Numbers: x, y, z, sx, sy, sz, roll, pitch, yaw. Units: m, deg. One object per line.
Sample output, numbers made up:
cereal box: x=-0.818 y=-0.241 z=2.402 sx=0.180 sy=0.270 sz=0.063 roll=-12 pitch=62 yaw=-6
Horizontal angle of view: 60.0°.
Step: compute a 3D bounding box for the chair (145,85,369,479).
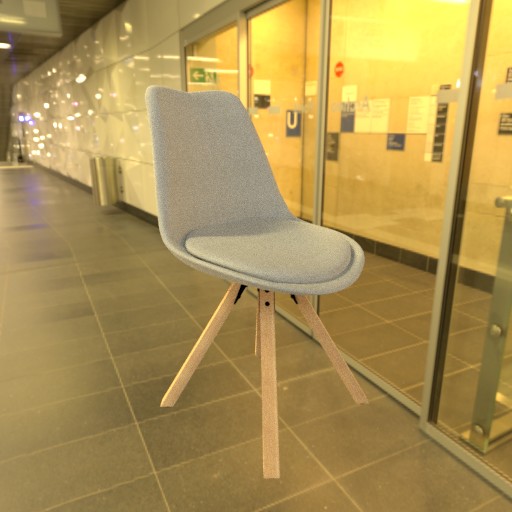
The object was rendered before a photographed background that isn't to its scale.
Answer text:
chair: x=0.000 y=0.000 z=1.173 sx=0.549 sy=0.863 sz=0.474 roll=15 pitch=22 yaw=42
